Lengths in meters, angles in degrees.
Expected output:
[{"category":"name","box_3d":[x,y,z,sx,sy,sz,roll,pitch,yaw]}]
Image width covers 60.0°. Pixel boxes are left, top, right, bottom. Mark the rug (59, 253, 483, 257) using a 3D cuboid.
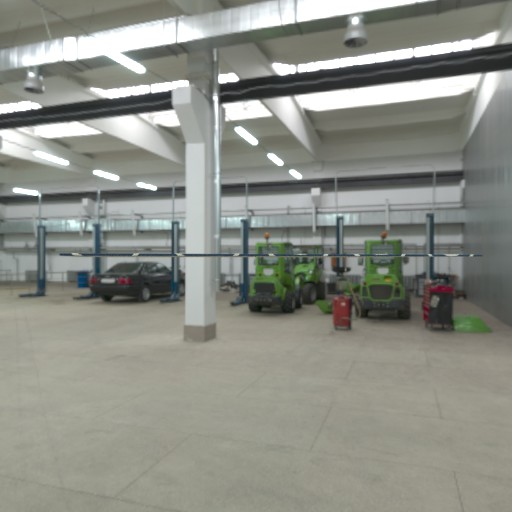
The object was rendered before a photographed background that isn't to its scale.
[{"category":"rug","box_3d":[0.000,0.000,2.839,2.134,0.010,1.524,0,0,-17]}]
